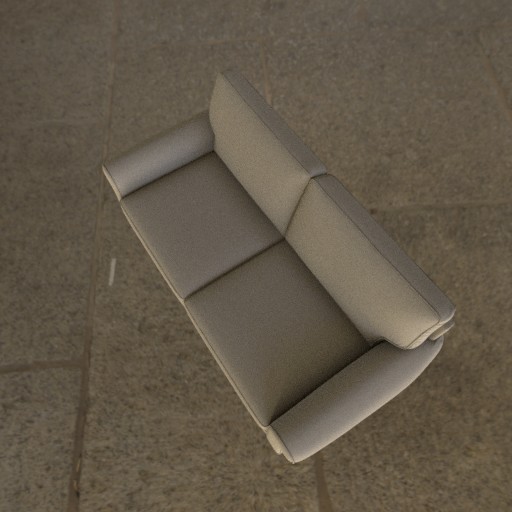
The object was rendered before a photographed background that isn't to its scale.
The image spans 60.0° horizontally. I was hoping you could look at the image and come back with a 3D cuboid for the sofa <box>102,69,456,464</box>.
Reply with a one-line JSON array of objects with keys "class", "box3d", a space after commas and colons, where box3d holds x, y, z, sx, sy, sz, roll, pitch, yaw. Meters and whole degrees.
[{"class": "sofa", "box3d": [0.000, 0.000, 2.391, 0.940, 0.952, 1.930, -31, 67, -14]}]
